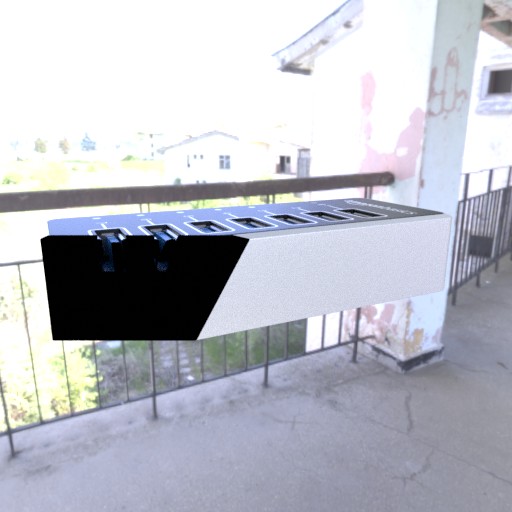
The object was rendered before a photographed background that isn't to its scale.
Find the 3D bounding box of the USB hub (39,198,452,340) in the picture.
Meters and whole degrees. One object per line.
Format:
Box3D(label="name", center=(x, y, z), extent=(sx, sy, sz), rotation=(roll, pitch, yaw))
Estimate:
Box3D(label="USB hub", center=(0.000, 0.000, 0.127), extent=(0.110, 0.023, 0.044), rotation=(-7, 16, -25))
